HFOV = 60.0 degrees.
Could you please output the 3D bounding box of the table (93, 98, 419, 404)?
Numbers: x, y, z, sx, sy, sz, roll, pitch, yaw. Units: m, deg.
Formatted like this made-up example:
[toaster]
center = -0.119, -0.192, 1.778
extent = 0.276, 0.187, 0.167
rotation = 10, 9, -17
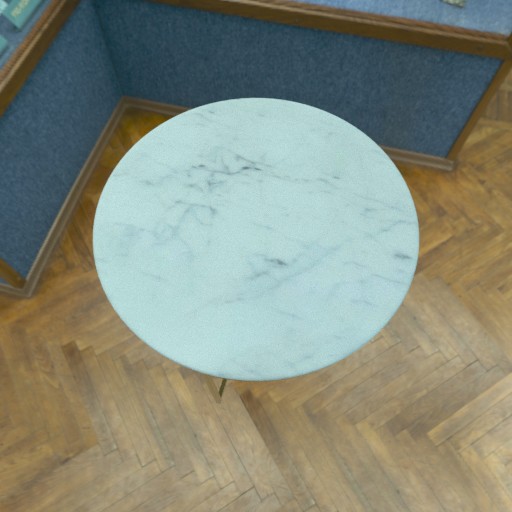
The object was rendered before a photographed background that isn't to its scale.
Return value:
[table]
center = 0.000, 0.000, 1.297
extent = 0.800, 0.450, 0.800
rotation = 0, 63, 0
